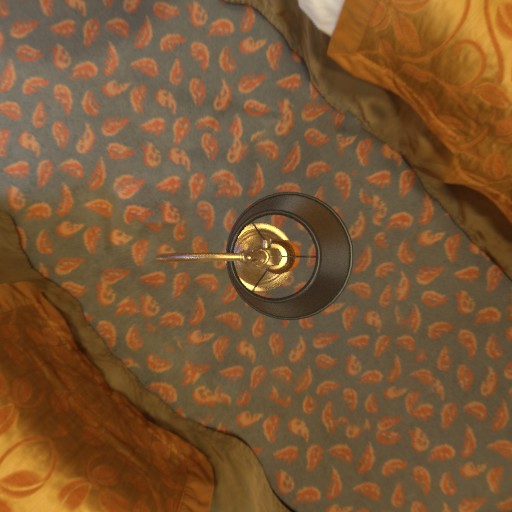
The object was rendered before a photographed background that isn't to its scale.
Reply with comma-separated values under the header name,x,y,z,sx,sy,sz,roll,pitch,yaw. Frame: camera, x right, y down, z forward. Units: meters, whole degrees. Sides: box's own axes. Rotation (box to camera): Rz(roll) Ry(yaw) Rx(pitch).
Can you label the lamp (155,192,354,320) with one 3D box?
name,x,y,z,sx,sy,sz,roll,pitch,yaw
lamp,0.000,0.000,0.827,0.344,0.675,0.235,0,90,-1
